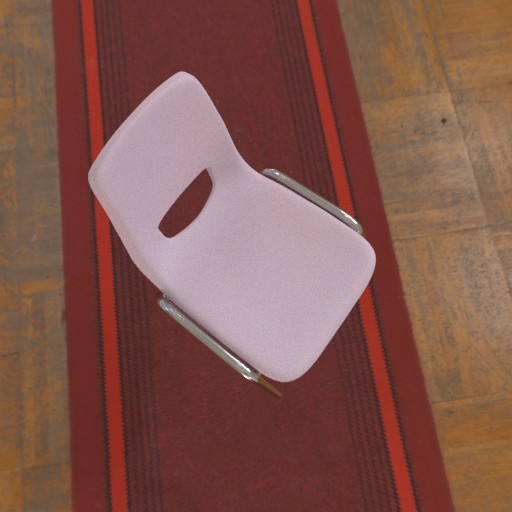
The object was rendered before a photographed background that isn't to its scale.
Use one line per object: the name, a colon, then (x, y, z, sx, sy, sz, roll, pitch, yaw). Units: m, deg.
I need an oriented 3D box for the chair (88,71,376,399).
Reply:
chair: (0.000, 0.000, 0.778, 0.385, 0.536, 0.354, 35, 78, 9)
